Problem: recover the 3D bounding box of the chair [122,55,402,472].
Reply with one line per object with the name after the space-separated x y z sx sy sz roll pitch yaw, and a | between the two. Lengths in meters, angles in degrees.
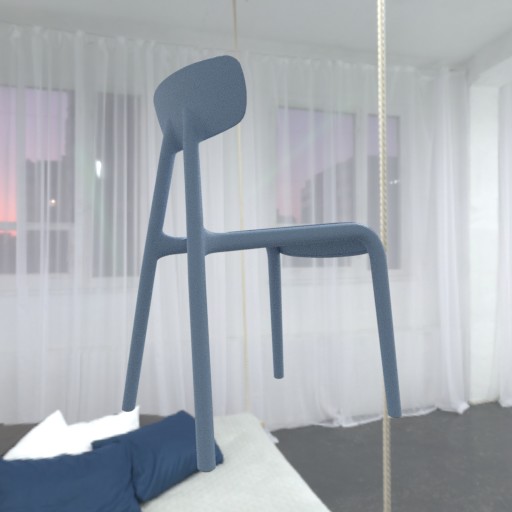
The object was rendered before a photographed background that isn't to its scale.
0.000 0.000 0.827 0.401 0.580 0.356 1 -1 -36 | chair
